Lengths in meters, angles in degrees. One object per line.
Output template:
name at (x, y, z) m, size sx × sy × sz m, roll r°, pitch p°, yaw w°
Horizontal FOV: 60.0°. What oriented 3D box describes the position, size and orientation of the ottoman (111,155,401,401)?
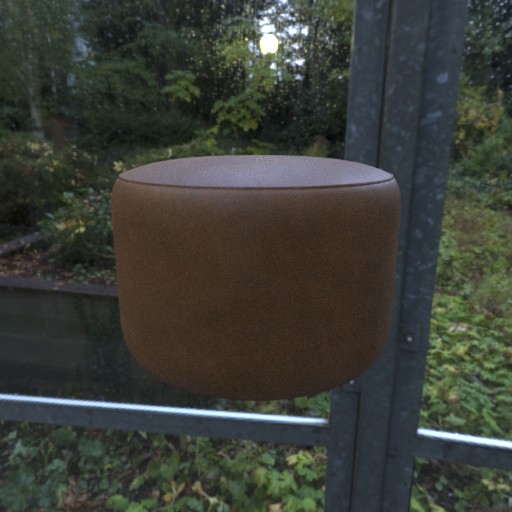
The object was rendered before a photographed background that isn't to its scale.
ottoman at (0.000, 0.000, 1.006) m, size 0.607 × 0.438 × 0.607 m, roll 0°, pitch 15°, yaw 0°
